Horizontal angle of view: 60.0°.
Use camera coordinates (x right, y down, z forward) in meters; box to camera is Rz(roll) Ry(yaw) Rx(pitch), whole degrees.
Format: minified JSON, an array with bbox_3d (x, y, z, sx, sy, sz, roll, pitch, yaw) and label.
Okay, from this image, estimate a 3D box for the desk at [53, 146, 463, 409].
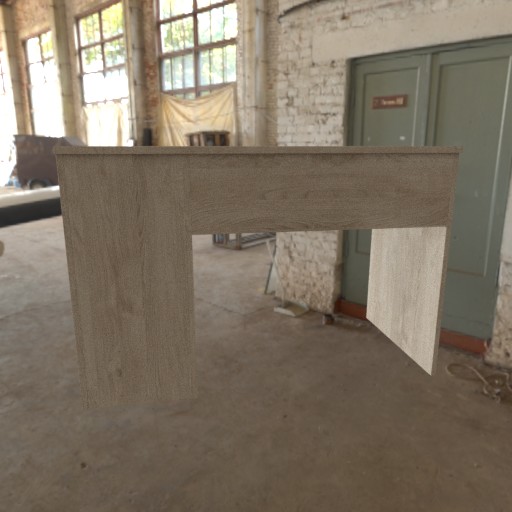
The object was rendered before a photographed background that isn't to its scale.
[{"bbox_3d":[0.000,0.000,1.519,1.096,0.730,0.560,-2,14,-10],"label":"desk"}]
